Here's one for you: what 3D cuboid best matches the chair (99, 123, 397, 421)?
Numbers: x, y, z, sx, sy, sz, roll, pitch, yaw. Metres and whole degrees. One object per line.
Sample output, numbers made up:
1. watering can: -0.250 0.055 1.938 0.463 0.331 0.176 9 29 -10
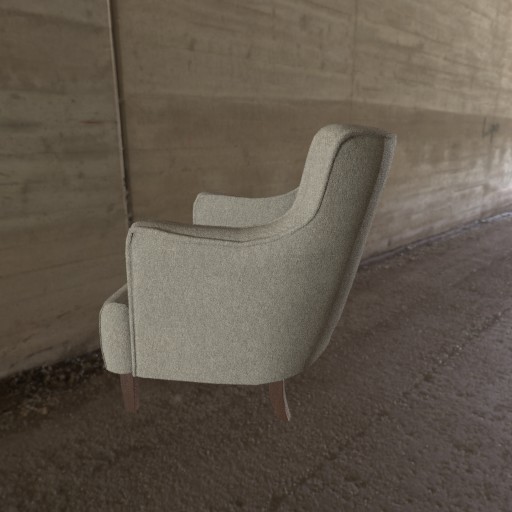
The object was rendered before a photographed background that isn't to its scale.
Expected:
1. chair: 0.000 0.000 1.606 0.910 0.920 0.820 2 16 8
